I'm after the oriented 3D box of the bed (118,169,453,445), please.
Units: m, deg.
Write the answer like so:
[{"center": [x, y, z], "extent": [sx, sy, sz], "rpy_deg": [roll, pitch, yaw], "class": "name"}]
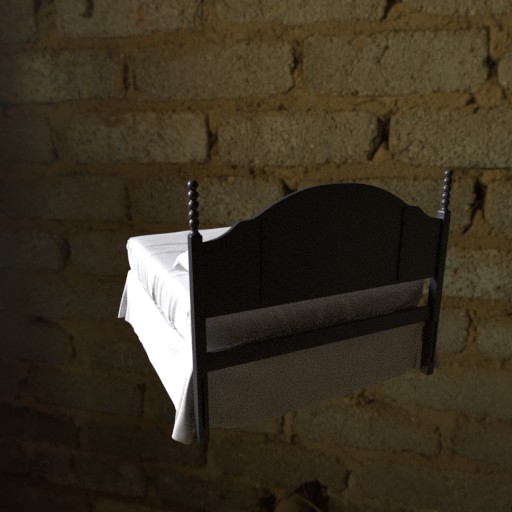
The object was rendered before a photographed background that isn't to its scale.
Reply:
[{"center": [0.000, 0.000, 3.339], "extent": [1.873, 1.356, 2.040], "rpy_deg": [-7, 16, -25], "class": "bed"}]
